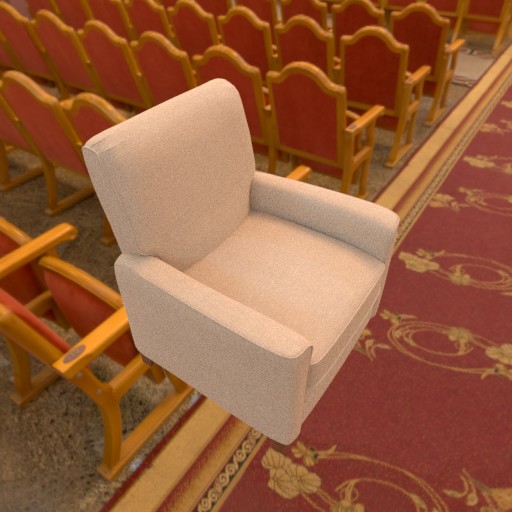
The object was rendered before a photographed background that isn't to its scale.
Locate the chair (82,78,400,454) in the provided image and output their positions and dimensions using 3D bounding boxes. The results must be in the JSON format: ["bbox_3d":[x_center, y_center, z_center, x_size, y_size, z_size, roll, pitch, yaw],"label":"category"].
[{"bbox_3d":[0.000,0.000,1.673,0.858,1.023,0.841,24,47,25],"label":"chair"}]
